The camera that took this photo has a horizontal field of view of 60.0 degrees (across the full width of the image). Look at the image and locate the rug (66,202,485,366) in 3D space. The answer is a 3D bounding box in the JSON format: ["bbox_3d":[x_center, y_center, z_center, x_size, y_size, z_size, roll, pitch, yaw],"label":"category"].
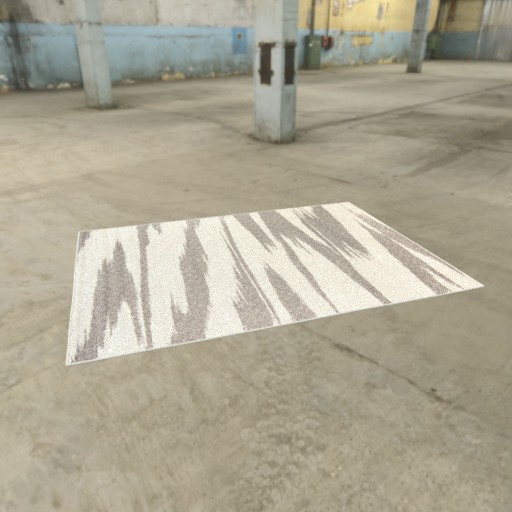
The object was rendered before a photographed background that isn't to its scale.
[{"bbox_3d":[0.000,0.000,2.773,2.142,0.010,1.533,-8,27,-16],"label":"rug"}]
